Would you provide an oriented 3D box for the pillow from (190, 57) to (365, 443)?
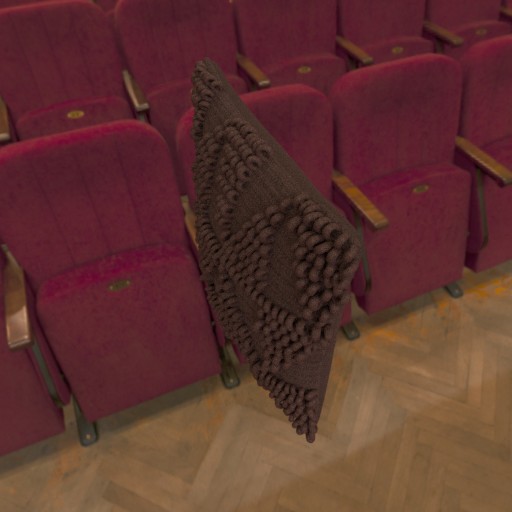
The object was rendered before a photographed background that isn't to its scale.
[{"bbox_3d":[0.000,0.000,0.716,0.172,0.467,0.470,-17,49,-16],"label":"pillow"}]
